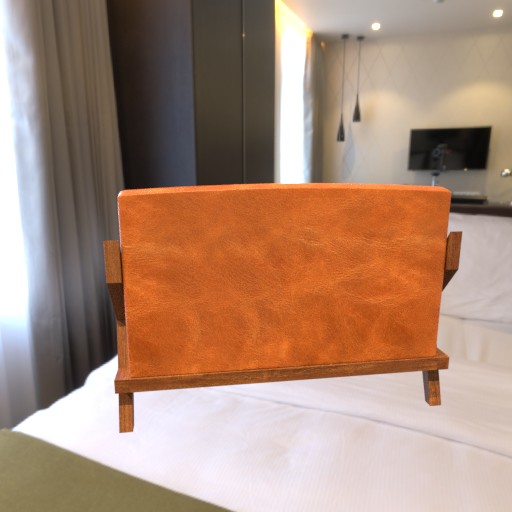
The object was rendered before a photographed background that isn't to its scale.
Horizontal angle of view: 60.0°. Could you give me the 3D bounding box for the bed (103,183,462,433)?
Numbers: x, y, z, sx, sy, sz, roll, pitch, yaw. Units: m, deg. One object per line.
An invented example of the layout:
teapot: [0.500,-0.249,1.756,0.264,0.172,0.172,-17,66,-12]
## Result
bed: [0.000,0.000,3.188,1.651,1.168,2.311,-2,13,-8]
